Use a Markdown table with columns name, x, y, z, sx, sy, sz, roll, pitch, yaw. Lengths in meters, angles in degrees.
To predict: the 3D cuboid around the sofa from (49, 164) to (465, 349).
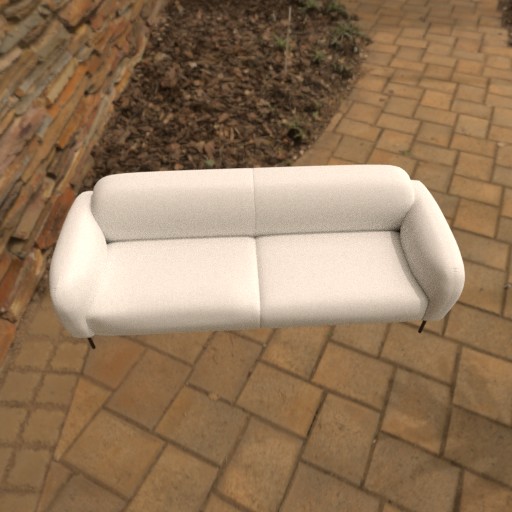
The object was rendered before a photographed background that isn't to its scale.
| name | x | y | z | sx | sy | sz | roll | pitch | yaw |
| --- | --- | --- | --- | --- | --- | --- | --- | --- | --- |
| sofa | 0.000 | 0.000 | 2.696 | 2.257 | 0.780 | 0.880 | -2 | 47 | -2 |
